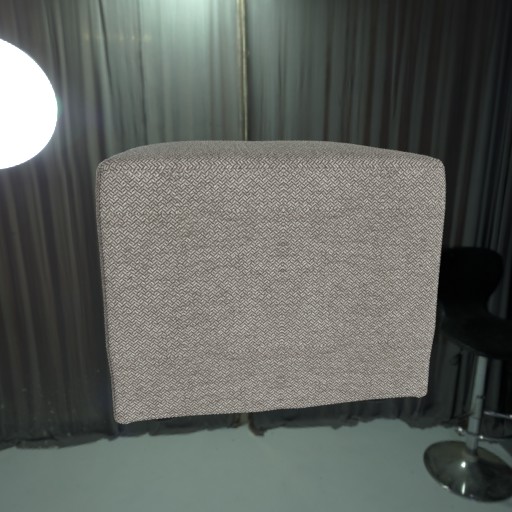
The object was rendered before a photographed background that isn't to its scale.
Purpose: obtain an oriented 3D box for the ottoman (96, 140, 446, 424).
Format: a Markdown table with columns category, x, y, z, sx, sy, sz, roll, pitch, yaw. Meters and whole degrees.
| category | x | y | z | sx | sy | sz | roll | pitch | yaw |
| --- | --- | --- | --- | --- | --- | --- | --- | --- | --- |
| ottoman | 0.000 | 0.000 | 0.898 | 0.519 | 0.453 | 0.512 | -2 | 14 | -8 |
